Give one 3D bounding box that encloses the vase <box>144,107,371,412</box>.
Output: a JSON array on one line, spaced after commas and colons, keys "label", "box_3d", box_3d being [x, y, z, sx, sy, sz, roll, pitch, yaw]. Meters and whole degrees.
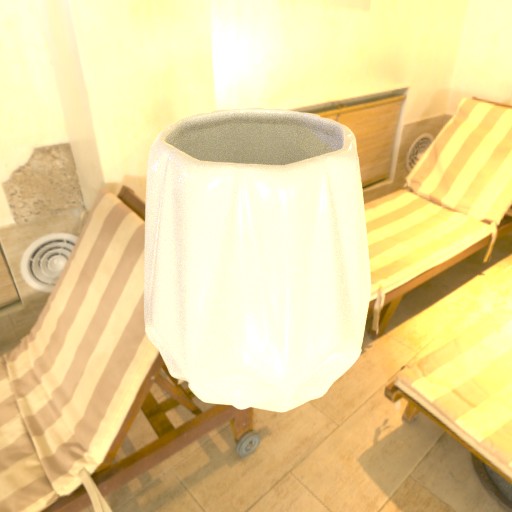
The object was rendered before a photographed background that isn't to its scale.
[{"label": "vase", "box_3d": [0.000, 0.000, 0.268, 0.141, 0.152, 0.141, 0, 33, 0]}]
